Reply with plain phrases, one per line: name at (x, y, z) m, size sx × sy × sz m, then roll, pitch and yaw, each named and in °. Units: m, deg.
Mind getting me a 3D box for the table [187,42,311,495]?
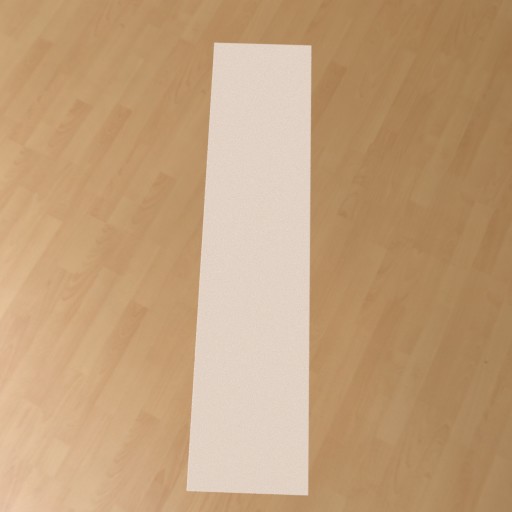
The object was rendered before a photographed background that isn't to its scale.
table at (0.000, 0.000, 1.803) m, size 0.390 × 0.420 × 1.650 m, roll 2°, pitch 77°, yaw 0°
